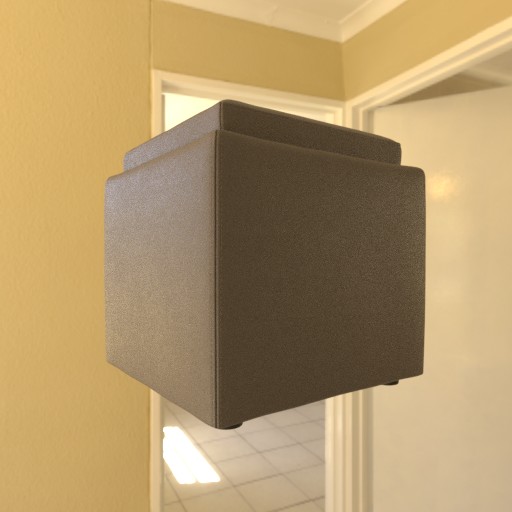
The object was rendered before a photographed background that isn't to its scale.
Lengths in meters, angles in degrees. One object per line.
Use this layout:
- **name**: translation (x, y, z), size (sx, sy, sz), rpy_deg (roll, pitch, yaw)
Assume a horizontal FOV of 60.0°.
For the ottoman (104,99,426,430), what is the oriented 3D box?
- **ottoman**: translation (0.000, 0.000, 0.841), size (0.451, 0.460, 0.450), rpy_deg (0, 0, -36)
